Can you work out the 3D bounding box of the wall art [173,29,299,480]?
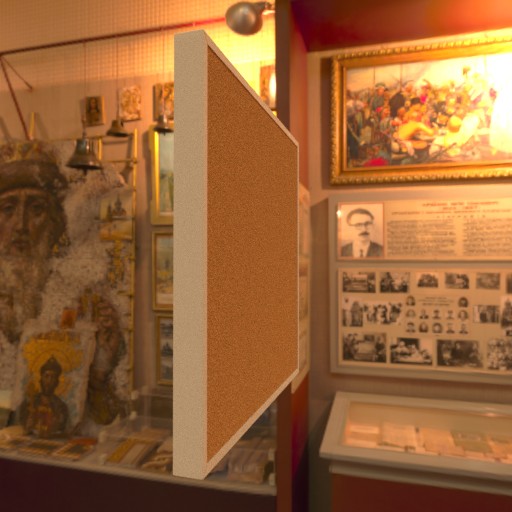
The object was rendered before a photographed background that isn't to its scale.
[{"bbox_3d":[0.000,0.000,0.745,0.037,0.508,0.508,0,-1,18],"label":"wall art"}]
